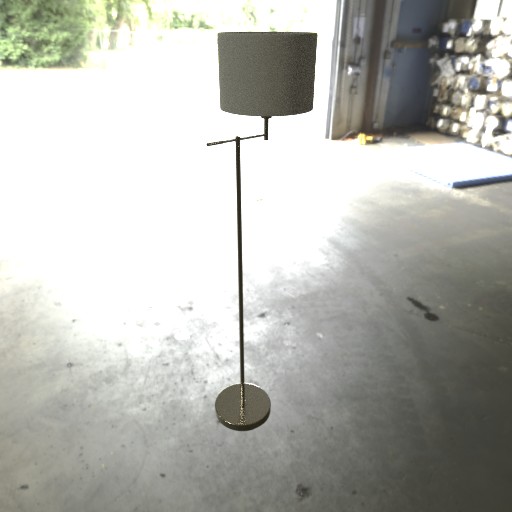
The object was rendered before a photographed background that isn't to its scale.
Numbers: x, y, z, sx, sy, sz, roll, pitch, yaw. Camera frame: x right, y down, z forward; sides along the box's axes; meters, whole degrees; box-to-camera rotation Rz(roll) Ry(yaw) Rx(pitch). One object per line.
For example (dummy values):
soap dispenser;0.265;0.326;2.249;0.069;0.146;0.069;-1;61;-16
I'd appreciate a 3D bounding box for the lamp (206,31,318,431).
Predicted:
lamp;0.000;0.000;1.776;0.416;1.600;0.324;-20;34;-32
